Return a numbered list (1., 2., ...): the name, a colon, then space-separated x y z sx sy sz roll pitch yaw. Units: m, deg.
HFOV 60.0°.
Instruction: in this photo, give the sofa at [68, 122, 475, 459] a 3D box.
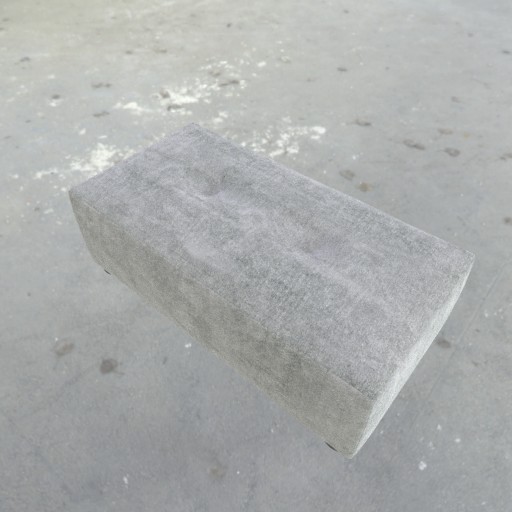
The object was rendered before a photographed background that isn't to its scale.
1. sofa: 0.000 0.000 1.165 0.930 0.330 0.480 31 54 26
